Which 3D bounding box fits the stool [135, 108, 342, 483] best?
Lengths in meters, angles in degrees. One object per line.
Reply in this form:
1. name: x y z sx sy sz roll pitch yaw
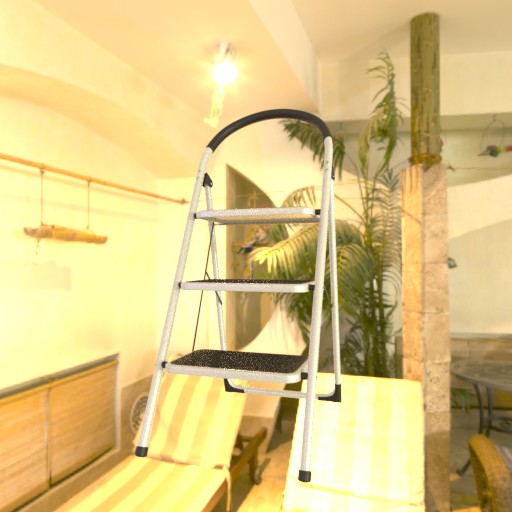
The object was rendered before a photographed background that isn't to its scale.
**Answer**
1. stool: 0.000 0.000 1.452 0.485 1.109 0.676 0 -1 18
